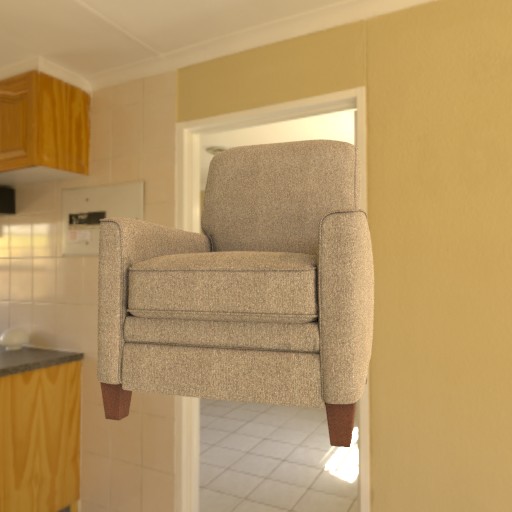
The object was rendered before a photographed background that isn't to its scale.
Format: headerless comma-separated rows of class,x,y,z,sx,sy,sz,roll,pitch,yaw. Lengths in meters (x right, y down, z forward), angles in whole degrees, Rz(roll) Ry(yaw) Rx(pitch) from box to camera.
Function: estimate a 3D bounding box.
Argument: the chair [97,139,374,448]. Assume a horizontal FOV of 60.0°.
chair,0.000,0.000,1.638,0.841,1.028,0.858,-1,-2,17
